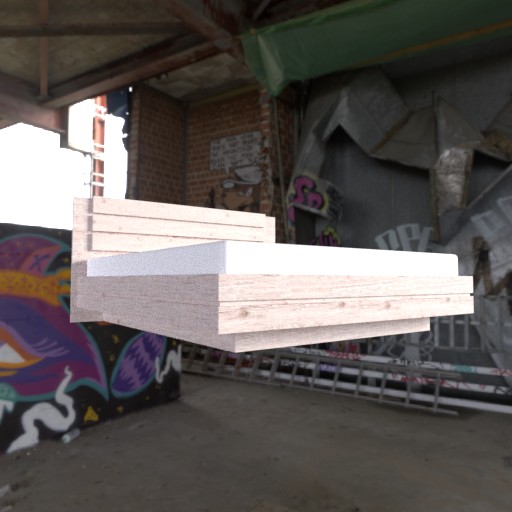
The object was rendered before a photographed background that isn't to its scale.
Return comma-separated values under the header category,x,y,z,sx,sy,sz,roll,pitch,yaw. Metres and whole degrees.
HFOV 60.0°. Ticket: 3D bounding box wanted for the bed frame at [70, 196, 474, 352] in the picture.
category,x,y,z,sx,sy,sz,roll,pitch,yaw
bed frame,0.000,0.000,3.092,1.950,0.970,2.080,2,-4,-36
